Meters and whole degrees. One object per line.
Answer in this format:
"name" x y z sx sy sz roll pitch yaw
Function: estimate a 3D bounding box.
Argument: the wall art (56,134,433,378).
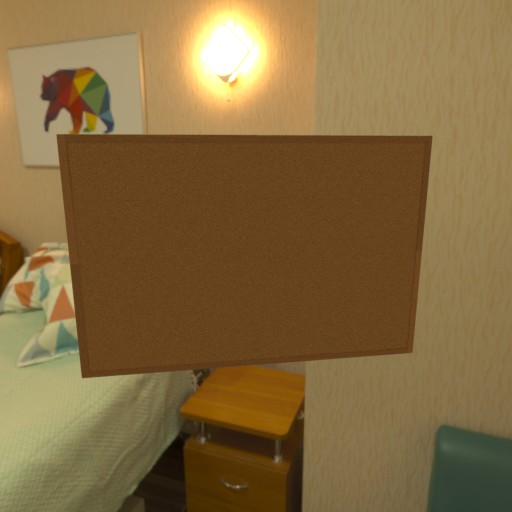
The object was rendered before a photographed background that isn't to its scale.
"wall art" 0.000 0.000 1.439 1.141 0.758 0.035 -2 14 -9
